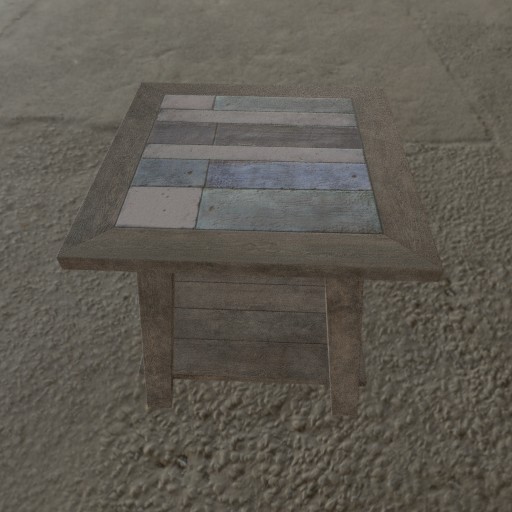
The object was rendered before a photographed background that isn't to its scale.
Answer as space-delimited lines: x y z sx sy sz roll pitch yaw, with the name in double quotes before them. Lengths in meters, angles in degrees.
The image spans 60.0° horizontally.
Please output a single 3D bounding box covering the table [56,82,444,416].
"table" 0.000 0.000 1.125 0.610 0.610 0.610 2 47 2
